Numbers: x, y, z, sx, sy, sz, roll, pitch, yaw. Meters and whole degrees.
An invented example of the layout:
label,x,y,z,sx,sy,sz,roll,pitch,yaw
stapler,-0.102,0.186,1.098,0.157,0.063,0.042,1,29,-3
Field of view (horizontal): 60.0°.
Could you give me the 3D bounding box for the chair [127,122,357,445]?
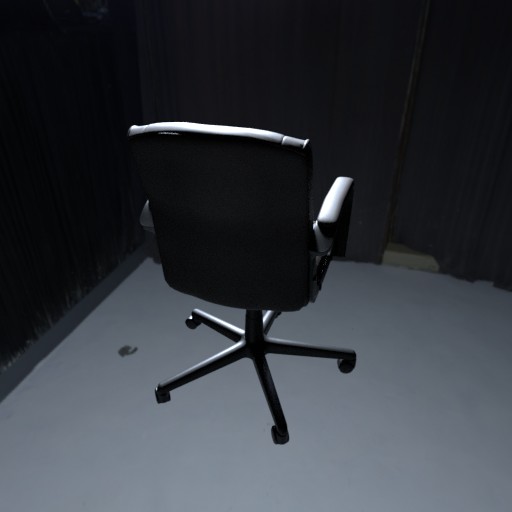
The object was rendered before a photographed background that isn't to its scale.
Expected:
label,x,y,z,sx,sy,sz,roll,pitch,yaw
chair,0.000,0.000,1.483,0.739,1.004,0.717,9,31,16
